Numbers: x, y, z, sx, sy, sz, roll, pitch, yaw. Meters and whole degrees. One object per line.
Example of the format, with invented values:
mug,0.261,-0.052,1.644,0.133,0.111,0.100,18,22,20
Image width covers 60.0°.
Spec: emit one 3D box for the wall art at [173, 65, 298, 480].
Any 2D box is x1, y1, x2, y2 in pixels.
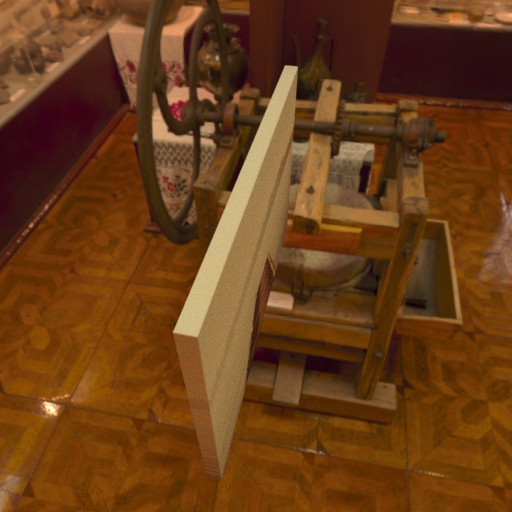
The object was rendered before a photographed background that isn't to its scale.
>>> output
wall art,0.000,0.000,1.150,0.037,0.609,0.916,9,47,9
